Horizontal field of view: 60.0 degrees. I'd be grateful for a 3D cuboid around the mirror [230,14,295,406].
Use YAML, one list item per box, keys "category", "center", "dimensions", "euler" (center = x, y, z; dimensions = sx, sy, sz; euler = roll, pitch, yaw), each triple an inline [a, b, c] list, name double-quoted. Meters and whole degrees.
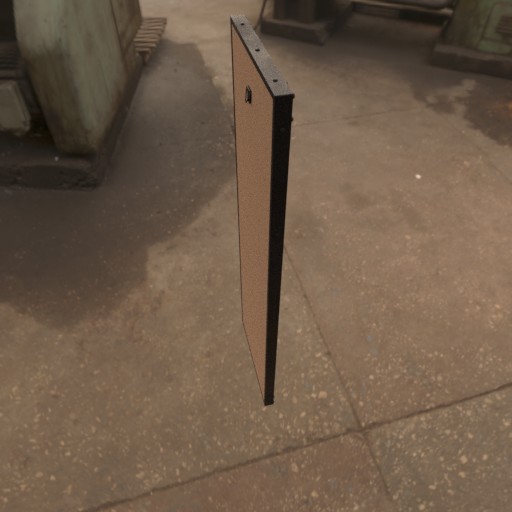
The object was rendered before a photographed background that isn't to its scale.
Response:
- category: "mirror"
  center: [0.000, 0.000, 1.179]
  dimensions: [0.042, 1.080, 0.354]
  euler: [-10, 48, -9]
